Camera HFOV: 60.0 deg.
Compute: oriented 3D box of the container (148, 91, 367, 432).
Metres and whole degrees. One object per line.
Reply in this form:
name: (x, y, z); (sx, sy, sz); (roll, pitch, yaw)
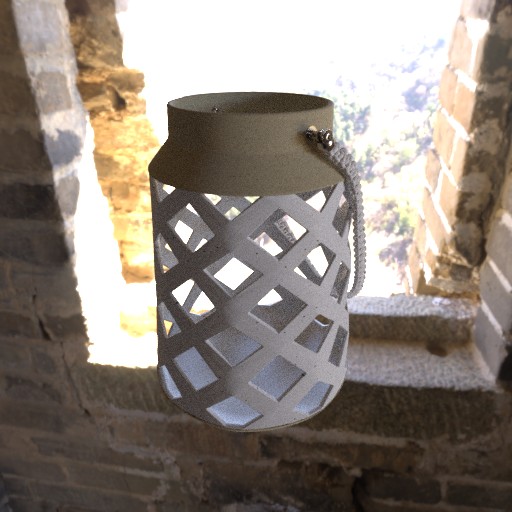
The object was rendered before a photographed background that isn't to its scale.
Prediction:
container: (0.000, 0.000, 0.395); (0.198, 0.264, 0.188); (-18, 32, -32)
